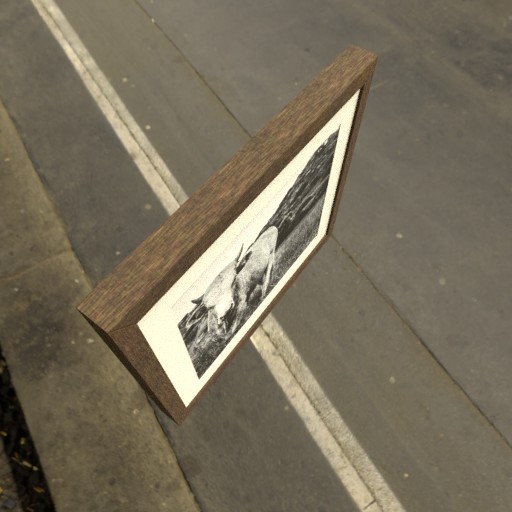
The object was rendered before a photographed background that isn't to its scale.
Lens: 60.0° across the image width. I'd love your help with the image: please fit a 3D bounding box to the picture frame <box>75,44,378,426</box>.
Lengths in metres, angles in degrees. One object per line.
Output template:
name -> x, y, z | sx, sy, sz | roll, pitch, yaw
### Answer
picture frame -> 0.000, 0.000, 0.524 | 0.033, 0.330, 0.378 | 33, 64, 18
